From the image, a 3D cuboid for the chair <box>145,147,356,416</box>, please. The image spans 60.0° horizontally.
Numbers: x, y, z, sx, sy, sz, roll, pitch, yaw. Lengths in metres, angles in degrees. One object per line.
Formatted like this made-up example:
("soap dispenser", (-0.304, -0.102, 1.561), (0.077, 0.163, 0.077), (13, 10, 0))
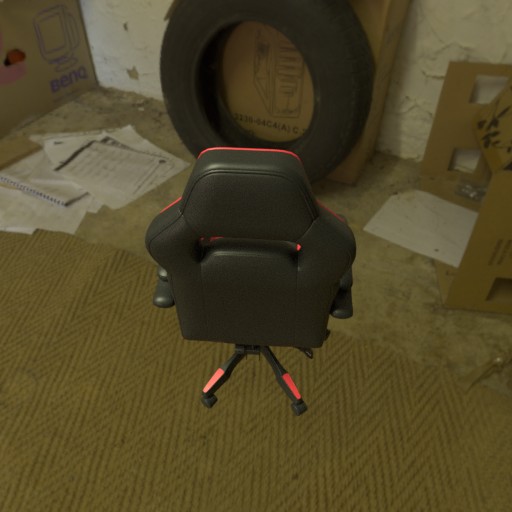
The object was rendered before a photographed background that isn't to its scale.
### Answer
("chair", (0.000, 0.000, 1.660), (0.700, 1.220, 0.700), (3, 44, 3))
